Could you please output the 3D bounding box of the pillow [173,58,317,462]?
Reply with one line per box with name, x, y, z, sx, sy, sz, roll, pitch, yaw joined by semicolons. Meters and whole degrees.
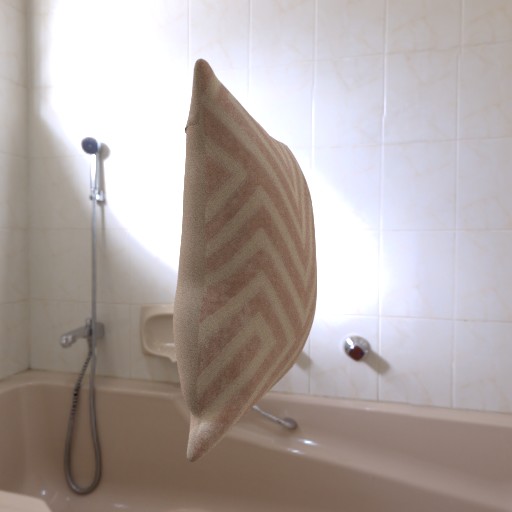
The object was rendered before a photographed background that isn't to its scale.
pillow;0.000;0.000;0.681;0.182;0.441;0.440;1;2;17
